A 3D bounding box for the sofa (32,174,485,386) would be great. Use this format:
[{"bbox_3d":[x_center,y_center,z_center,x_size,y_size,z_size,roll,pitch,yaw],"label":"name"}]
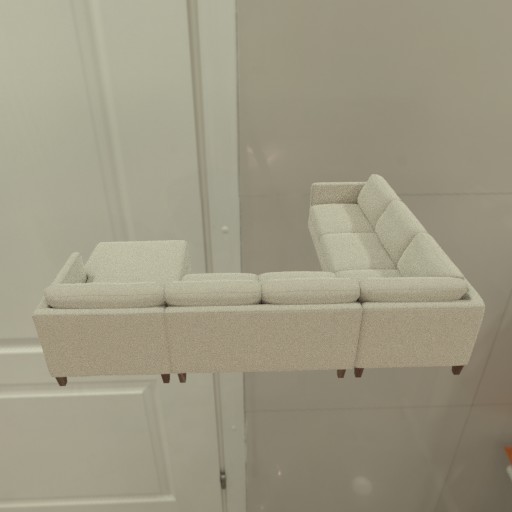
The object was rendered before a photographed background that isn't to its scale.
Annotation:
[{"bbox_3d":[0.000,0.000,4.316,3.238,0.853,2.551,-1,30,-2],"label":"sofa"}]
